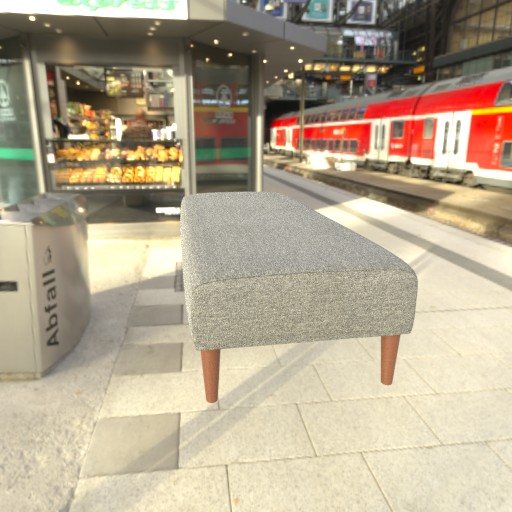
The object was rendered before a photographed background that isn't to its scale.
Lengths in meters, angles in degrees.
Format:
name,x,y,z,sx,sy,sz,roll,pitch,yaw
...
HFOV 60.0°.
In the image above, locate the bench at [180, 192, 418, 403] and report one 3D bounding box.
name,x,y,z,sx,sy,sz,roll,pitch,yaw
bench,0.000,0.000,1.907,0.631,0.384,1.598,-3,15,-10
